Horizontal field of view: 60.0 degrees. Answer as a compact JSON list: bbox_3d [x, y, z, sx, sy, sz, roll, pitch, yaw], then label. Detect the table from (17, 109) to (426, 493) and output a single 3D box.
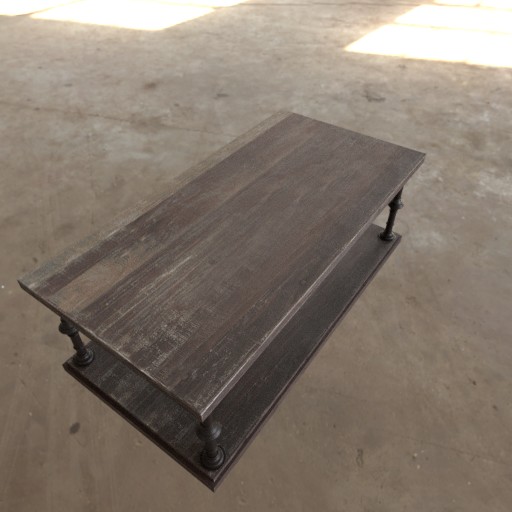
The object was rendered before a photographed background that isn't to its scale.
[{"bbox_3d":[0.000,0.000,1.337,0.554,0.373,1.088,26,49,25],"label":"table"}]
